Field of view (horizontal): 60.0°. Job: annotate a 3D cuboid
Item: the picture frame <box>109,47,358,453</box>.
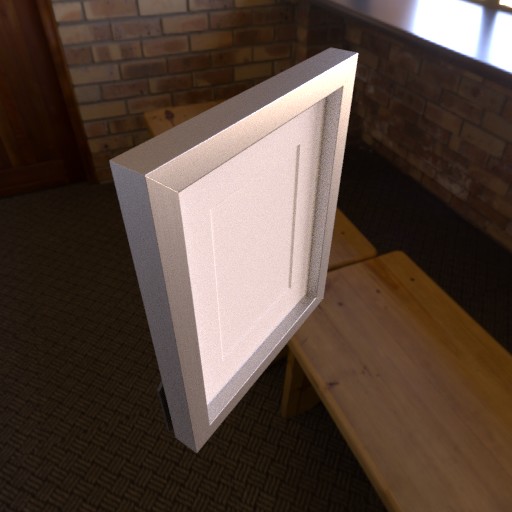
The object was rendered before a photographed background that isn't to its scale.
[{"bbox_3d":[0.000,0.000,0.382,0.036,0.282,0.233,25,47,26],"label":"picture frame"}]
